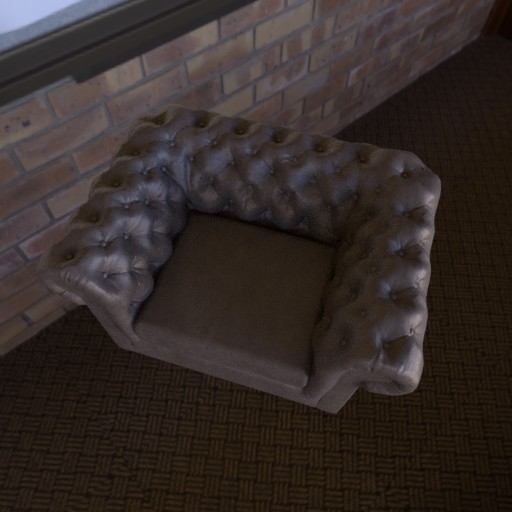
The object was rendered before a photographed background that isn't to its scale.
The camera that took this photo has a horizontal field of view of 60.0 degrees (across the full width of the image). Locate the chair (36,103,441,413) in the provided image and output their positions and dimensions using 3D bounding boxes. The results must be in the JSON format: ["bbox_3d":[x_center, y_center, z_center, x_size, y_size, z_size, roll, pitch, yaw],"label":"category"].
[{"bbox_3d":[0.000,0.000,1.862,1.298,0.780,0.943,15,59,9],"label":"chair"}]
